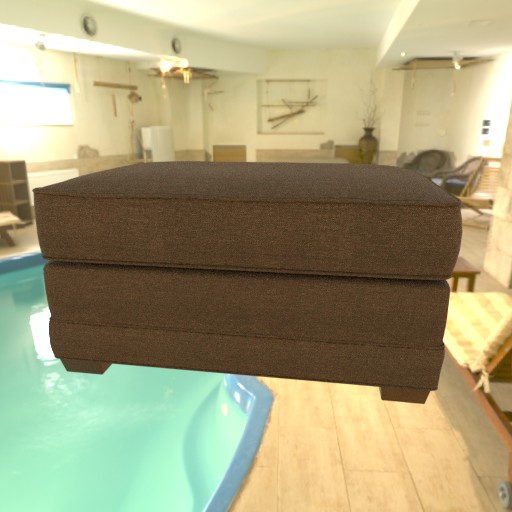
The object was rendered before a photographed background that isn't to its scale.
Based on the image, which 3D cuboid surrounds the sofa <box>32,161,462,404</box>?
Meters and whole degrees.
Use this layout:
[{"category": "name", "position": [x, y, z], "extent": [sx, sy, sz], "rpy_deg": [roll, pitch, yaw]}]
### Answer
[{"category": "sofa", "position": [0.000, 0.000, 1.153], "extent": [0.854, 0.457, 0.578], "rpy_deg": [3, 17, 9]}]
